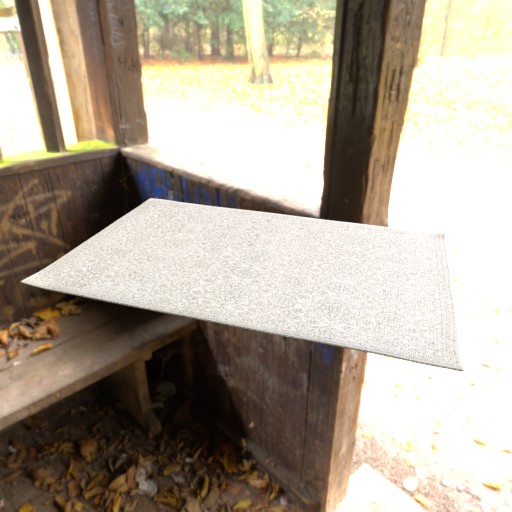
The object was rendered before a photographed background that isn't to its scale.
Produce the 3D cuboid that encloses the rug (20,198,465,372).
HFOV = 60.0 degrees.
[{"bbox_3d":[0.000,0.000,2.333,1.947,0.023,1.214,8,29,16],"label":"rug"}]
